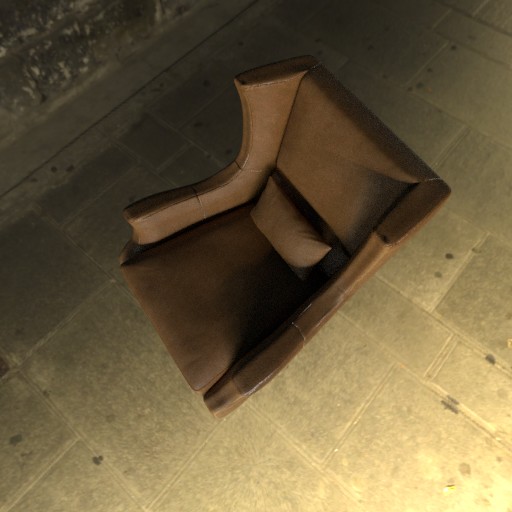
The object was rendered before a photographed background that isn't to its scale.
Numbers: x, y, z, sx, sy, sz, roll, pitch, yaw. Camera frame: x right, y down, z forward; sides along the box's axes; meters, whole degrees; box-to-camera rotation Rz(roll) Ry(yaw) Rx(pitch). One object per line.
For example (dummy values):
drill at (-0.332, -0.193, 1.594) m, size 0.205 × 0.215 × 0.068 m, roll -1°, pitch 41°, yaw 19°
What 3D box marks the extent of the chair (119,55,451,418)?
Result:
chair at (0.000, 0.000, 1.705) m, size 0.925 × 1.016 × 0.852 m, roll -32°, pitch 69°, yaw -14°
